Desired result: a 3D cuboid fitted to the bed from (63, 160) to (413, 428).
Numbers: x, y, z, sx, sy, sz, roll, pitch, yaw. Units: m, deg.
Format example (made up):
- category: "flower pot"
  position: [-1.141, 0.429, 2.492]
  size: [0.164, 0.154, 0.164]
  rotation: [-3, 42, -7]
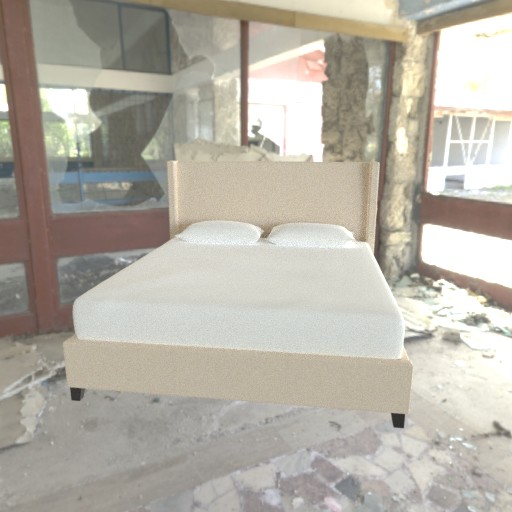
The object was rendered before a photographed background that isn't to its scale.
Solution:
- category: "bed"
  position: [0.000, 0.000, 3.668]
  size: [2.145, 1.471, 2.293]
  rotation: [2, 14, 8]
